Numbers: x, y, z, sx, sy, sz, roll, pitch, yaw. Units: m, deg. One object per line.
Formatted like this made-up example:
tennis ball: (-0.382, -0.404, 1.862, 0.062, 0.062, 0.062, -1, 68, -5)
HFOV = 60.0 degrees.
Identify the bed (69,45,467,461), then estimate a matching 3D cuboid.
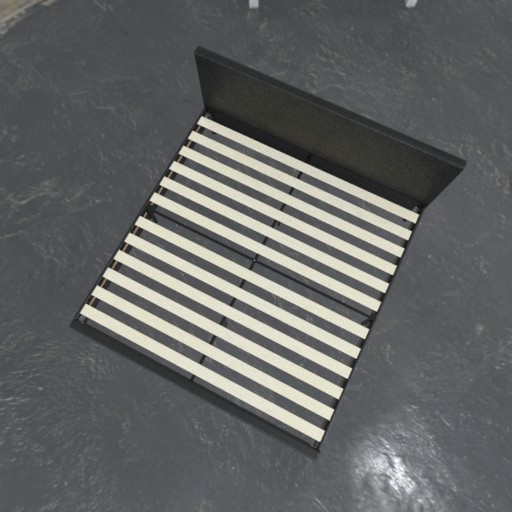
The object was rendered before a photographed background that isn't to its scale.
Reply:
bed: (0.000, 0.000, 3.261, 2.018, 1.046, 2.152, 26, 76, 7)
